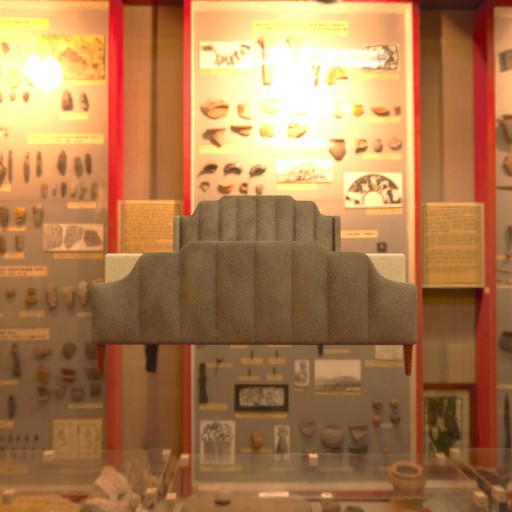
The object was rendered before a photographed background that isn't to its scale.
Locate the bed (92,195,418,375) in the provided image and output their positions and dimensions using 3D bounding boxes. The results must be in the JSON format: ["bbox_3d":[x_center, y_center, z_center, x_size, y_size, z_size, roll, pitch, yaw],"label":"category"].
[{"bbox_3d":[0.000,0.000,3.395,1.676,1.245,2.340,0,0,0],"label":"bed"}]
